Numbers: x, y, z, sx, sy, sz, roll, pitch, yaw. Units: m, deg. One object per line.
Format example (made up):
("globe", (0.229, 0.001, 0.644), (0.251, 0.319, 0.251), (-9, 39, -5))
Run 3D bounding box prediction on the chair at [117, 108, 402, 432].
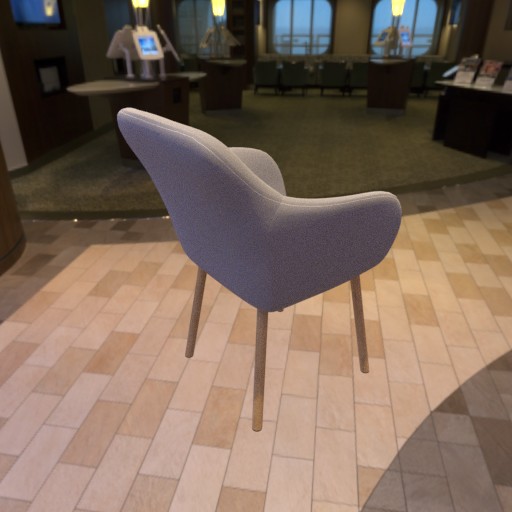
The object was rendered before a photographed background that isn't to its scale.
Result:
("chair", (0.000, 0.000, 1.252), (0.590, 0.830, 0.570), (-19, 33, -32))
